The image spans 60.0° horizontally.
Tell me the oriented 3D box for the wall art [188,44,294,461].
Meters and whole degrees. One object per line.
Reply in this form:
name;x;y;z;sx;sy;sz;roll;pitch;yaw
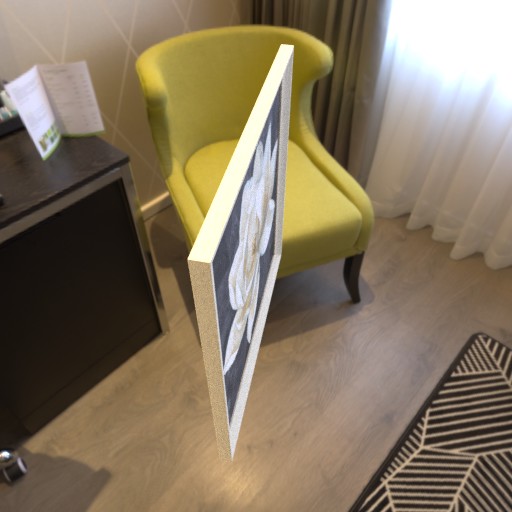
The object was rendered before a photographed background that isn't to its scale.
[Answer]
wall art;0.000;0.000;1.516;0.045;1.016;1.016;9;47;8
